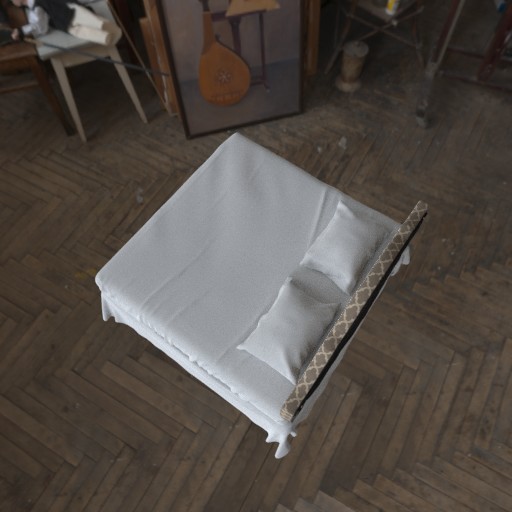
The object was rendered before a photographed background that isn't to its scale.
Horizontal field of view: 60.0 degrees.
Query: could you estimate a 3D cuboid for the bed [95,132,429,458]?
[{"bbox_3d":[0.000,0.000,3.798,2.222,1.601,2.314,33,68,15],"label":"bed"}]
